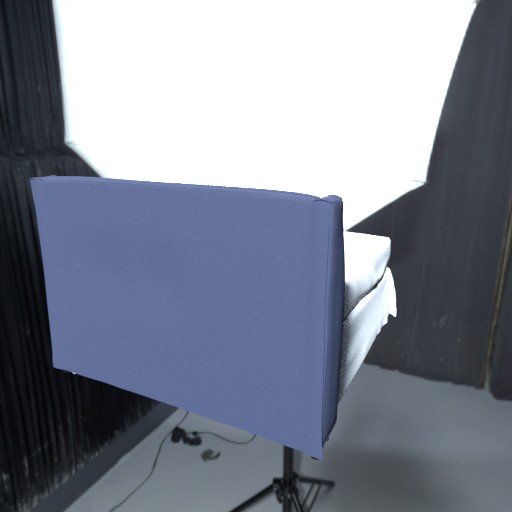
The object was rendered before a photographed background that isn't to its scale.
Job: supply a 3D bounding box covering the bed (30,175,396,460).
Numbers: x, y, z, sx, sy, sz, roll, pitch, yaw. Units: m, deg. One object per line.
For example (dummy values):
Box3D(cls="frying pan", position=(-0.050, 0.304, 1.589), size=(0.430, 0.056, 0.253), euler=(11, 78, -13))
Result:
Box3D(cls="bed", position=(0.000, 0.000, 3.365), size=(1.925, 1.332, 2.276), euler=(8, 18, 26))
